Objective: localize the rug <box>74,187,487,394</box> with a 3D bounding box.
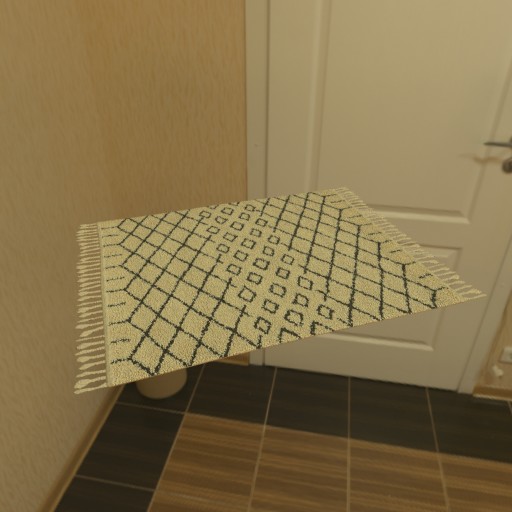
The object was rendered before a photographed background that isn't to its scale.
[{"bbox_3d":[0.000,0.000,4.169,3.213,0.030,2.388,-10,33,-16],"label":"rug"}]
